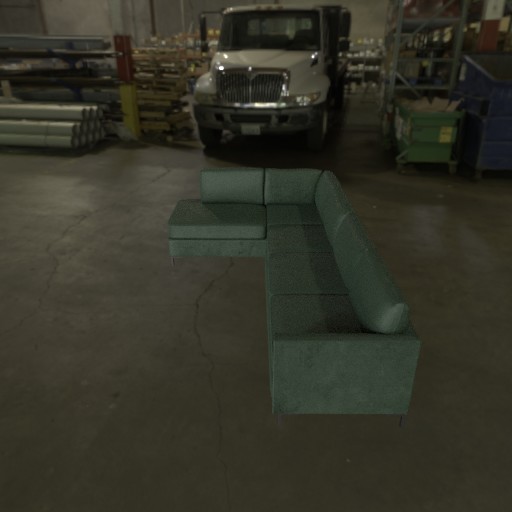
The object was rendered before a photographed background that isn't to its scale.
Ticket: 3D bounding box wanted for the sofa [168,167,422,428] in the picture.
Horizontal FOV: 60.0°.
[{"bbox_3d":[0.000,0.000,4.332,2.048,0.996,3.384,0,25,0],"label":"sofa"}]
